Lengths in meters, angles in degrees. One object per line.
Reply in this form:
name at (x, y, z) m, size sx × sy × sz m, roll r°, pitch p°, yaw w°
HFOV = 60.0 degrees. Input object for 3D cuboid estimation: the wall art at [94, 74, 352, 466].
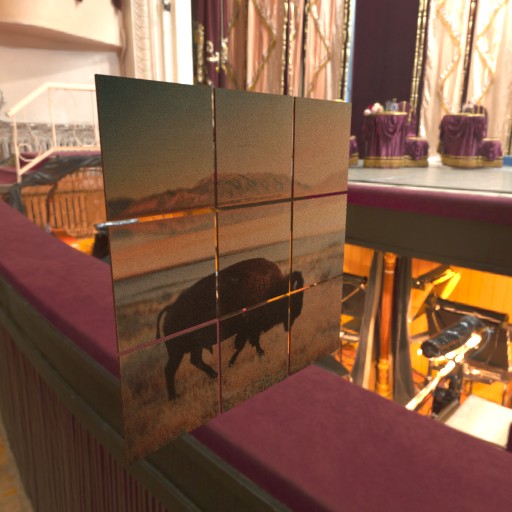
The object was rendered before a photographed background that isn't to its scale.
wall art at (0.000, 0.000, 2.199) m, size 0.019 × 1.532 × 1.533 m, roll 14°, pitch 20°, yaw 43°
